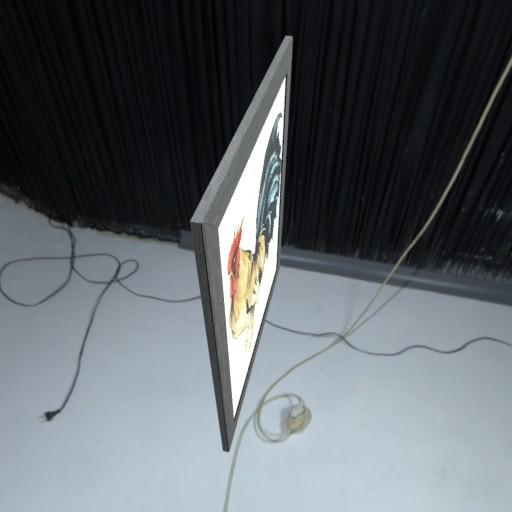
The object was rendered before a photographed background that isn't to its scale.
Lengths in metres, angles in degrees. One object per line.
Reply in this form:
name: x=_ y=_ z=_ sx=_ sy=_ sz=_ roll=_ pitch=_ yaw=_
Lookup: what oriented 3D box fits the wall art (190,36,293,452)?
wall art: x=0.000 y=0.000 z=0.779 sx=0.013 sy=0.570 sz=0.476 roll=10 pitch=47 yaw=9
